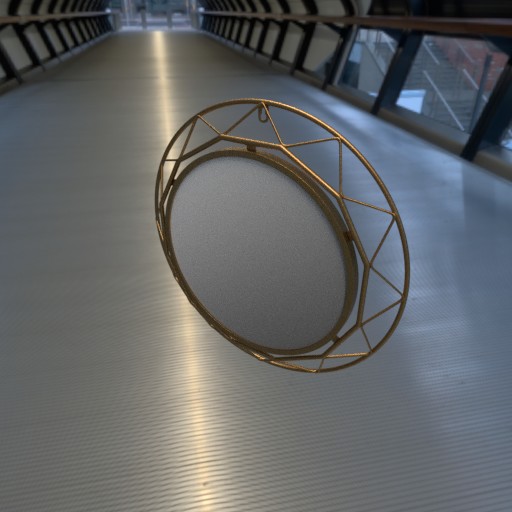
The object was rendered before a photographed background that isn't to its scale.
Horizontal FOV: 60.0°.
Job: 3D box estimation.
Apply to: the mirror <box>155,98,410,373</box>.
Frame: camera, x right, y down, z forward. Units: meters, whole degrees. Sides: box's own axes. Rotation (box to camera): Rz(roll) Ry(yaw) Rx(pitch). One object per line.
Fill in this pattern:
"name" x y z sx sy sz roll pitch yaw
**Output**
"mirror" 0.000 0.000 0.679 0.454 0.454 0.043 18 35 28
